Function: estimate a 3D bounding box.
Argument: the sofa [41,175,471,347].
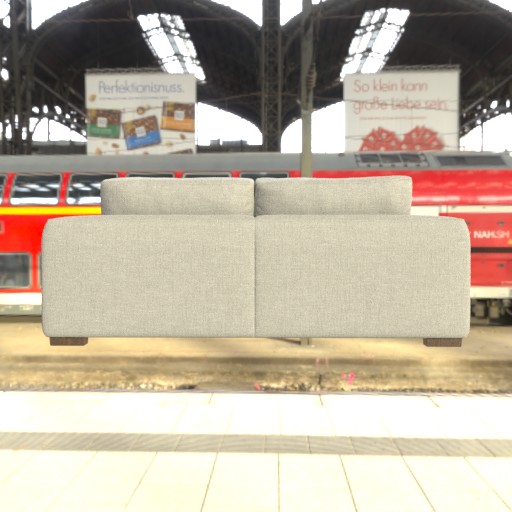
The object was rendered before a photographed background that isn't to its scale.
[{"bbox_3d":[0.000,0.000,2.478,1.920,0.800,1.069,0,1,1],"label":"sofa"}]
